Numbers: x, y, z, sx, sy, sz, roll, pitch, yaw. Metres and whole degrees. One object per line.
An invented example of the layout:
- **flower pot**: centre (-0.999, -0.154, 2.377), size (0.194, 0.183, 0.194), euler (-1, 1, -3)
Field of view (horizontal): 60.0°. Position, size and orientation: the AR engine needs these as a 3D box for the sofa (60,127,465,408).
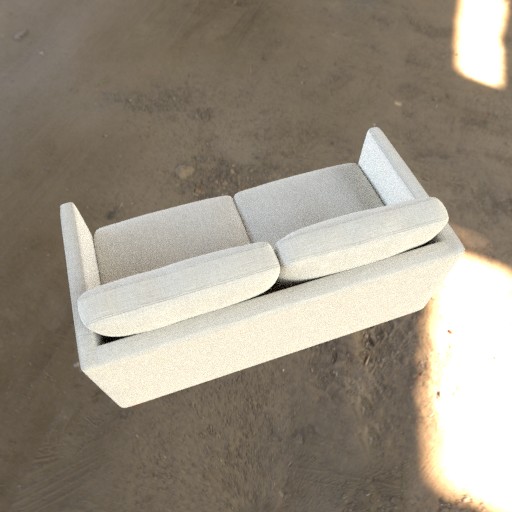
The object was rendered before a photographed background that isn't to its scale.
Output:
- **sofa**: centre (0.000, 0.000, 2.428), size (1.838, 0.963, 0.950), euler (-16, 59, -10)
